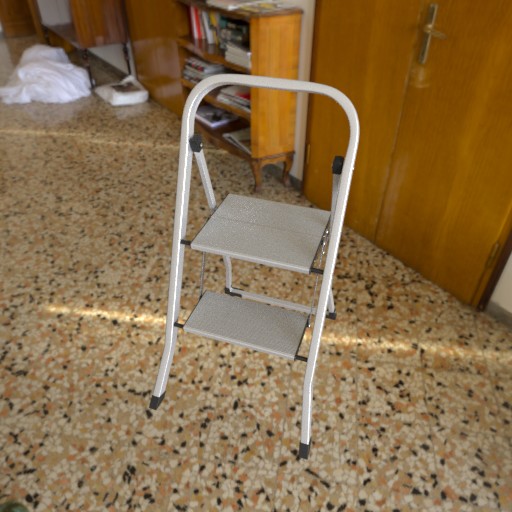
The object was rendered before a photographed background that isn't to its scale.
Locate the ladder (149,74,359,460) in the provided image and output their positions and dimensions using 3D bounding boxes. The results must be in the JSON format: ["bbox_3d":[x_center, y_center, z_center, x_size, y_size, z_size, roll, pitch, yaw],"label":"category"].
[{"bbox_3d":[0.000,0.000,1.142,0.465,0.830,0.530,12,40,15],"label":"ladder"}]
